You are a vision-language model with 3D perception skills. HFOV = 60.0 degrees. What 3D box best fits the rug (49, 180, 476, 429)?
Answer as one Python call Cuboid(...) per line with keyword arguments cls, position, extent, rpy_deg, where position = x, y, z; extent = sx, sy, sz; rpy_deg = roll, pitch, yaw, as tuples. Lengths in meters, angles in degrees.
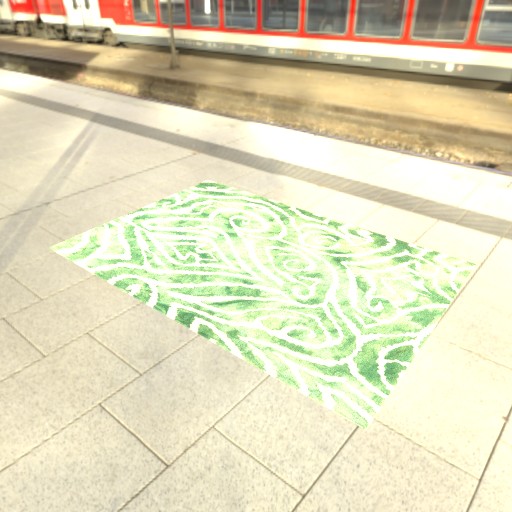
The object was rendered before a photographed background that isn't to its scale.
Cuboid(cls="rug", position=(0.000, 0.000, 2.274), extent=(1.826, 0.006, 1.220), rpy_deg=(22, 38, 32))
